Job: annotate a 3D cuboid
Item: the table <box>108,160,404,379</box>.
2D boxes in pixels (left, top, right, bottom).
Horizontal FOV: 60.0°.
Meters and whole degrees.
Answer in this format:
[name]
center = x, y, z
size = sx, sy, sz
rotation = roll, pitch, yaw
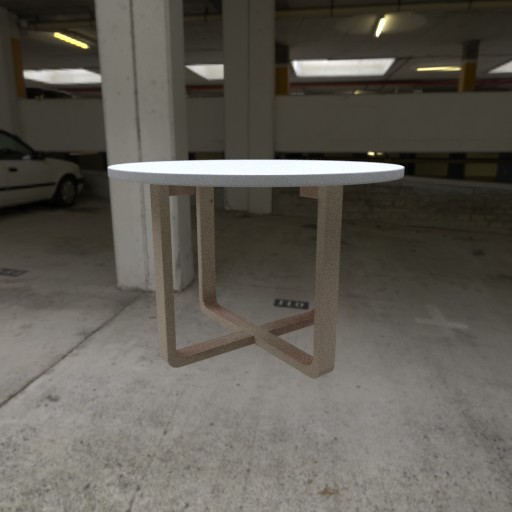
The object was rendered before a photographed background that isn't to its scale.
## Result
[table]
center = 0.000, 0.000, 0.991
size = 0.600, 0.400, 0.600
rotation = 0, 14, 0
